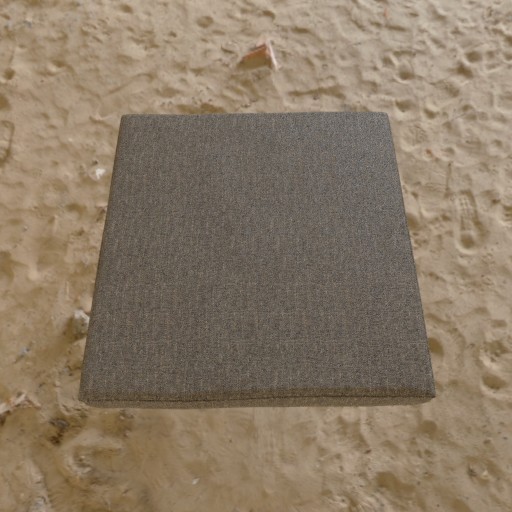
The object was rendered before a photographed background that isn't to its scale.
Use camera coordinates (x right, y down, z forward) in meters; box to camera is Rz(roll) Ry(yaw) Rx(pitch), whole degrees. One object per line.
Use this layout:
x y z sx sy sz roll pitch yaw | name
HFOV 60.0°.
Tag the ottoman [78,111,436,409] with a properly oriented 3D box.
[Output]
0.000 0.000 1.527 0.981 0.379 1.016 0 65 0 | ottoman
